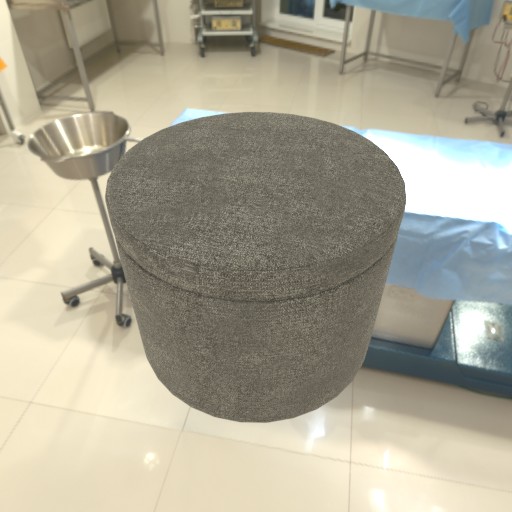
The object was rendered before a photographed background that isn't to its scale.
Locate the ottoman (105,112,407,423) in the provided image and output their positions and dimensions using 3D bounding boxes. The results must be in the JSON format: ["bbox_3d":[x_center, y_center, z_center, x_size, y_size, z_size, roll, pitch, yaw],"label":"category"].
[{"bbox_3d":[0.000,0.000,0.873,0.500,0.419,0.500,0,41,0],"label":"ottoman"}]
